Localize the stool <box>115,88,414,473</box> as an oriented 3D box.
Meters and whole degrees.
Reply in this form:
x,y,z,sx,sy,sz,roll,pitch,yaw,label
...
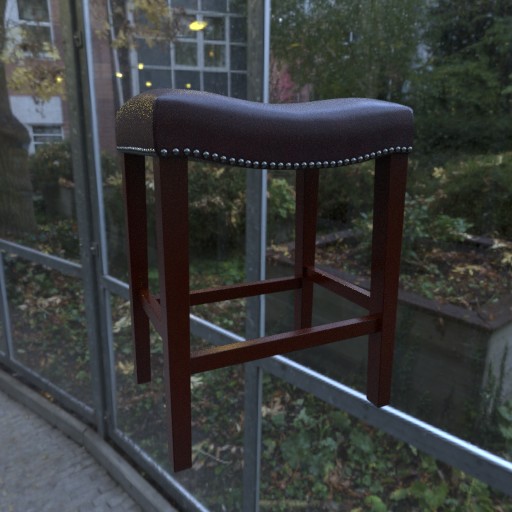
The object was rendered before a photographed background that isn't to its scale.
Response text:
x,y,z,sx,sy,sz,roll,pitch,yaw,label
0.000,0.000,0.964,0.504,0.657,0.372,-7,16,-25,stool
